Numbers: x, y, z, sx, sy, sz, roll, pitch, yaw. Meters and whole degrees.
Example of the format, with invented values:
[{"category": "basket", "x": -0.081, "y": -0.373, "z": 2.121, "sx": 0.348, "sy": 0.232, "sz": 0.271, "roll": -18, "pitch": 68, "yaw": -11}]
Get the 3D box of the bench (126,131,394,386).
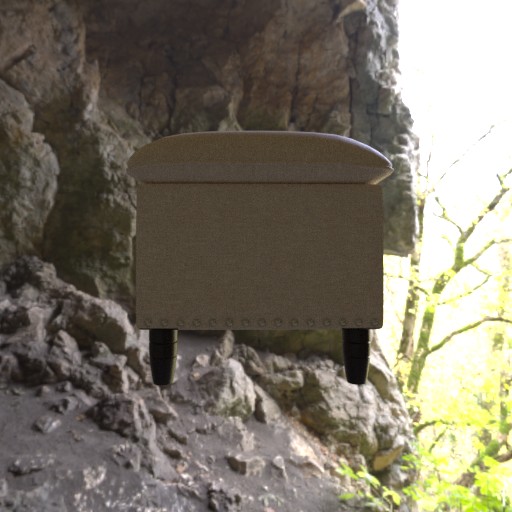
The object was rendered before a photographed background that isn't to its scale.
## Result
[{"category": "bench", "x": 0.000, "y": 0.000, "z": 1.237, "sx": 0.483, "sy": 0.483, "sz": 0.991, "roll": 0, "pitch": -1, "yaw": -1}]
